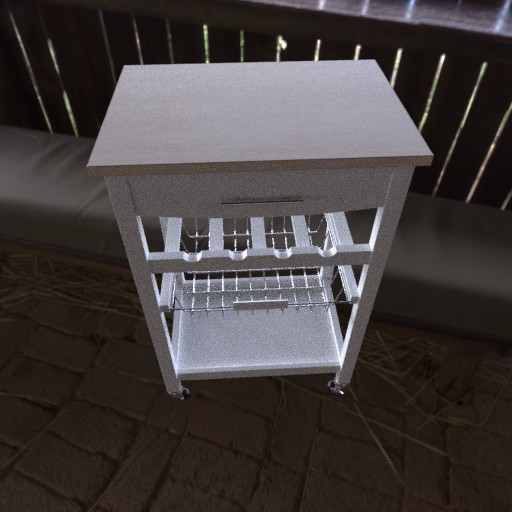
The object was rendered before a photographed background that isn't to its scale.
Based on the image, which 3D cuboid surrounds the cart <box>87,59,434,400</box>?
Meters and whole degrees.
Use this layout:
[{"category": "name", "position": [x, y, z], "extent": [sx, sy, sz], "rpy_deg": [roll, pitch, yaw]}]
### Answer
[{"category": "cart", "position": [0.000, 0.000, 1.182], "extent": [0.578, 0.857, 0.406], "rpy_deg": [-2, 45, -2]}]
